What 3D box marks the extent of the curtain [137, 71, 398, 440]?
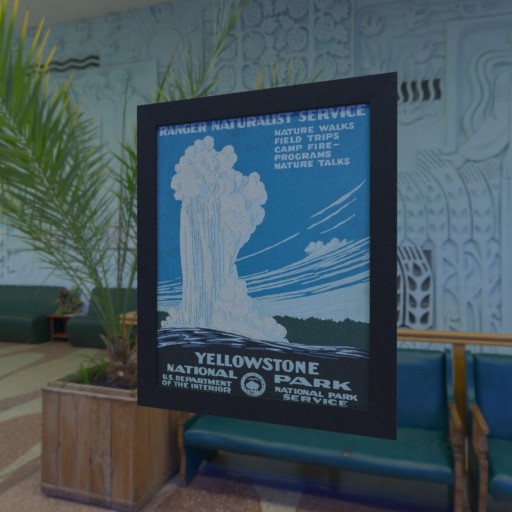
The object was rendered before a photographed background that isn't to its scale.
[{"bbox_3d":[0.000,0.000,0.796,0.483,0.585,0.027,0,0,20],"label":"curtain"}]
